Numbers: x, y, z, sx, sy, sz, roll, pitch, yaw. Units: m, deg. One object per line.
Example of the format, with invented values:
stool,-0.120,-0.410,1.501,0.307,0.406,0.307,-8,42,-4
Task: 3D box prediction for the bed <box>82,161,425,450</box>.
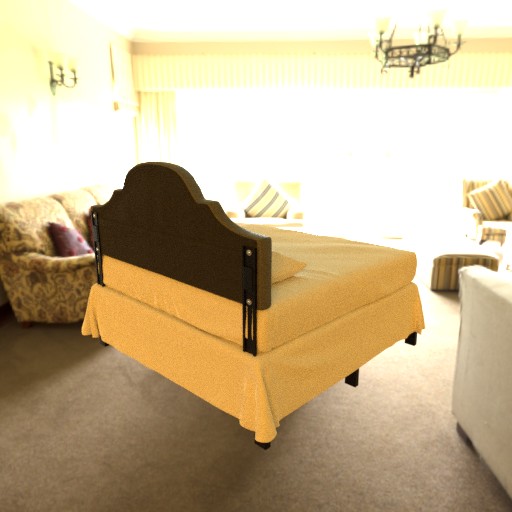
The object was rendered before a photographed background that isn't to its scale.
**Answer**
bed,0.000,0.000,3.774,2.303,1.631,2.222,14,20,43
